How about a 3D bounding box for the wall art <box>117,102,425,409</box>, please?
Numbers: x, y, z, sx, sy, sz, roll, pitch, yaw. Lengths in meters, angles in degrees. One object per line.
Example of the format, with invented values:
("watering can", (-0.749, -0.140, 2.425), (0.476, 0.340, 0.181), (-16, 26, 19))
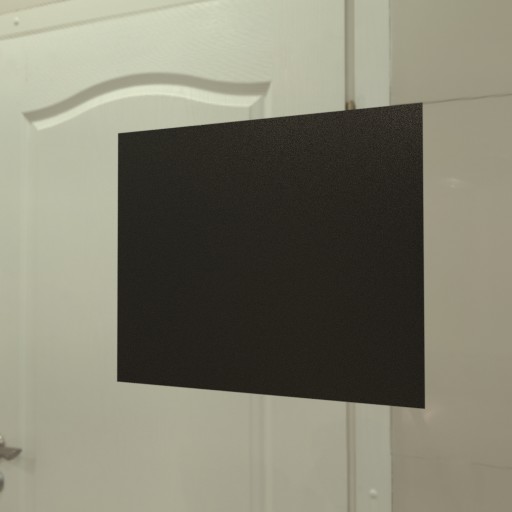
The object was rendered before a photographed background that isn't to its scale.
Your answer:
("wall art", (0.000, 0.000, 0.540), (0.383, 0.332, 0.012), (0, -1, 17))
